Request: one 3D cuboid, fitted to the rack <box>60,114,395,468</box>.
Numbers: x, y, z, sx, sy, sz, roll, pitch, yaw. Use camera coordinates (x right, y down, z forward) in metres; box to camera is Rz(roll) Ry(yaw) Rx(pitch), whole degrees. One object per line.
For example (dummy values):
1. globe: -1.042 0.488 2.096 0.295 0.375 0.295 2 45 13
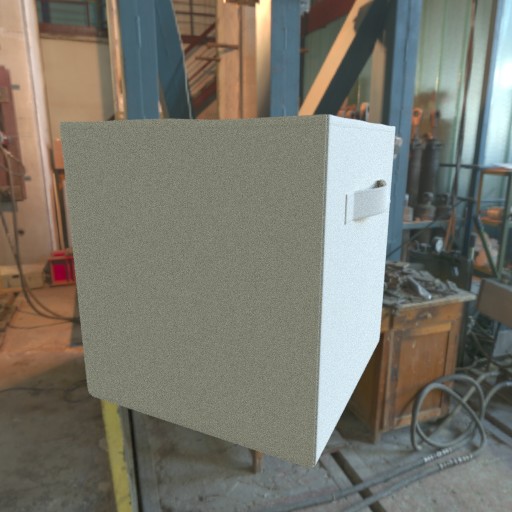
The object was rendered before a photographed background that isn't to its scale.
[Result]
1. rack: 0.000 0.000 0.491 0.270 0.280 0.270 7 16 25
